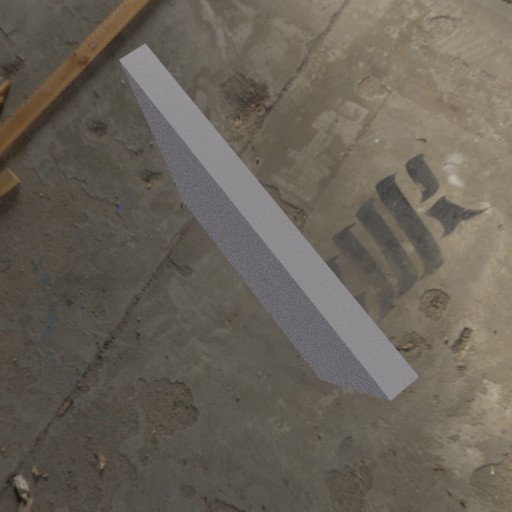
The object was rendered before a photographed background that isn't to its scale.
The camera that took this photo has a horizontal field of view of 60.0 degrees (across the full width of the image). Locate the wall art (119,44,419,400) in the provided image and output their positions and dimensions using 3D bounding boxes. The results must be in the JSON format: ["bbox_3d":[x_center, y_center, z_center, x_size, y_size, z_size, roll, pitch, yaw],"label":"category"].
[{"bbox_3d":[0.000,0.000,0.526,0.027,0.355,0.355,-37,79,-8],"label":"wall art"}]
